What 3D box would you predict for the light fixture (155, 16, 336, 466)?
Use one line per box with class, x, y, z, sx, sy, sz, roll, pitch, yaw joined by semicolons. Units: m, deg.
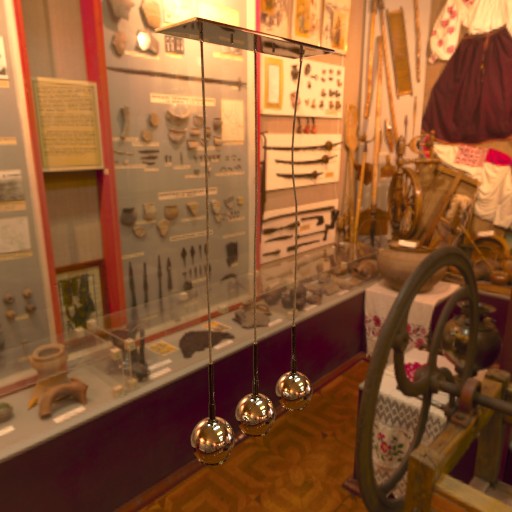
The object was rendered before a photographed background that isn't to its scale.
light fixture;0.000;0.000;1.582;0.188;1.408;0.623;14;20;43
